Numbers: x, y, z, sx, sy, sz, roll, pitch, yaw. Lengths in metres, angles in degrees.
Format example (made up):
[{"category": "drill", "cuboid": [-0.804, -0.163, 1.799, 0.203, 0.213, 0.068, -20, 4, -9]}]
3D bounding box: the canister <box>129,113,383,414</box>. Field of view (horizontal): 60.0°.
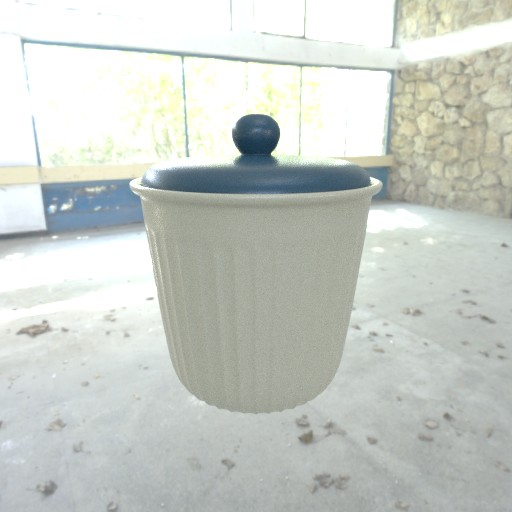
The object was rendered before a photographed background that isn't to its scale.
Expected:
[{"category": "canister", "cuboid": [0.000, 0.000, 0.344, 0.181, 0.211, 0.181, 0, 15, 0]}]
